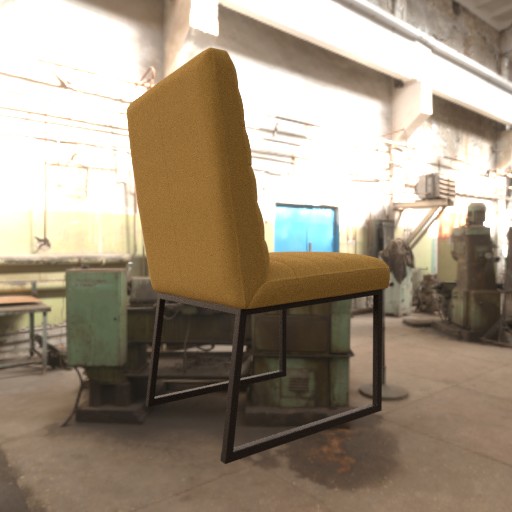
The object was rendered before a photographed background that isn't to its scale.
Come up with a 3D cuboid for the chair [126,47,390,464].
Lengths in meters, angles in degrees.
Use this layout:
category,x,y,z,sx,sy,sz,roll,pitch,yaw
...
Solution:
category,x,y,z,sx,sy,sz,roll,pitch,yaw
chair,0.000,0.000,1.331,0.634,0.930,0.520,-1,1,-36
